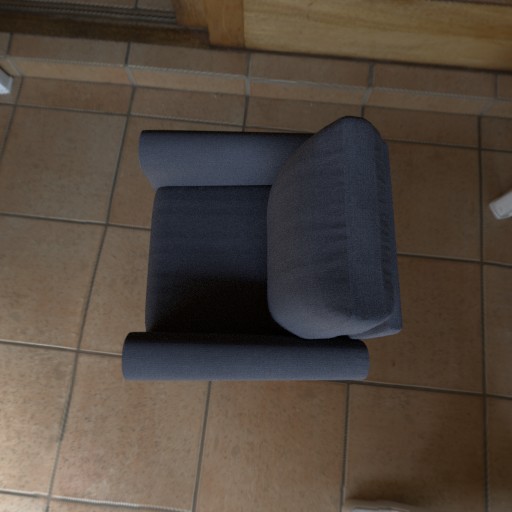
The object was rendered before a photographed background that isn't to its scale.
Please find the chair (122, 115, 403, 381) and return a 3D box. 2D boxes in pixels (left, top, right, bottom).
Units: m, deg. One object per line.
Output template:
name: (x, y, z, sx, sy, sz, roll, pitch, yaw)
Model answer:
chair: (0.000, 0.000, 1.601, 0.828, 0.942, 0.867, 0, 75, 0)
